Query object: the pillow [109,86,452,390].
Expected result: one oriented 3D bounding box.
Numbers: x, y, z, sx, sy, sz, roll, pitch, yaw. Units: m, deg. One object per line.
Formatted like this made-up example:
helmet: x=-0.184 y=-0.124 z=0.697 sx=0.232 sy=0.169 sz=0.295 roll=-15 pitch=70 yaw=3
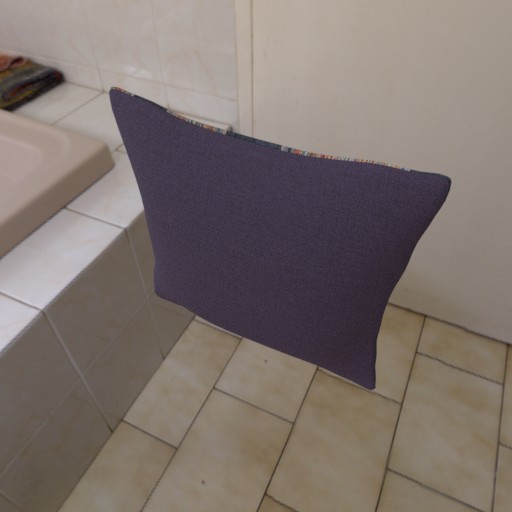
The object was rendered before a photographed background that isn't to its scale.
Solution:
pillow: x=0.000 y=0.000 z=0.646 sx=0.437 sy=0.419 sz=0.136 roll=21 pitch=49 yaw=19
